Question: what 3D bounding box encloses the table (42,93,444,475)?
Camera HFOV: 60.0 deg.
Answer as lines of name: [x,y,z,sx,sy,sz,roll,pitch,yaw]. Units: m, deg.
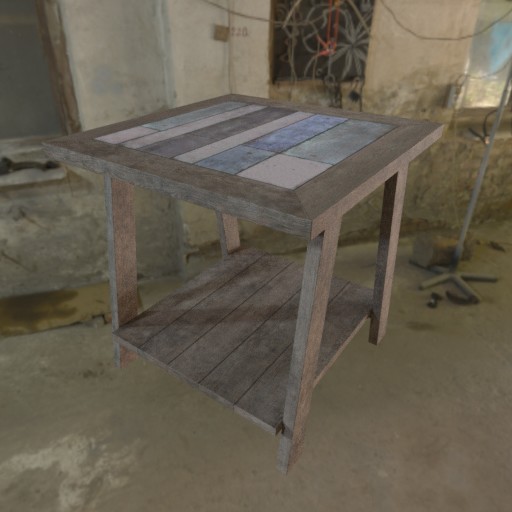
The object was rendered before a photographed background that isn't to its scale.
table: [0.000,0.000,1.094,0.610,0.610,0.610,20,36,30]
